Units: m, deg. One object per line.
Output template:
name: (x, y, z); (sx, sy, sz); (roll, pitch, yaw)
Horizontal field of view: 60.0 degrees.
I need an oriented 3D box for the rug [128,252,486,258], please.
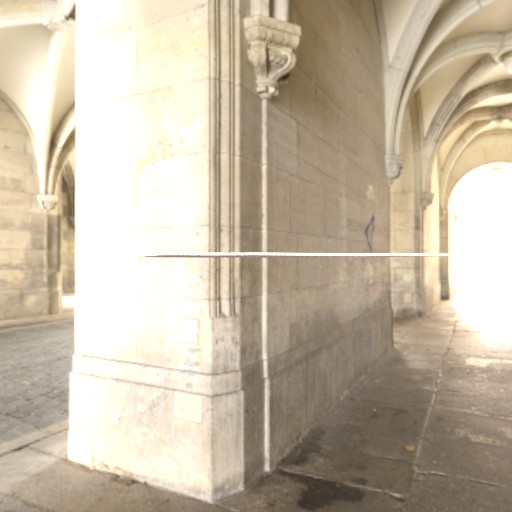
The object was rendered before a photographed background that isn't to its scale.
rug: (0.000, 0.000, 2.361); (1.225, 0.013, 1.840); (0, 0, -19)
